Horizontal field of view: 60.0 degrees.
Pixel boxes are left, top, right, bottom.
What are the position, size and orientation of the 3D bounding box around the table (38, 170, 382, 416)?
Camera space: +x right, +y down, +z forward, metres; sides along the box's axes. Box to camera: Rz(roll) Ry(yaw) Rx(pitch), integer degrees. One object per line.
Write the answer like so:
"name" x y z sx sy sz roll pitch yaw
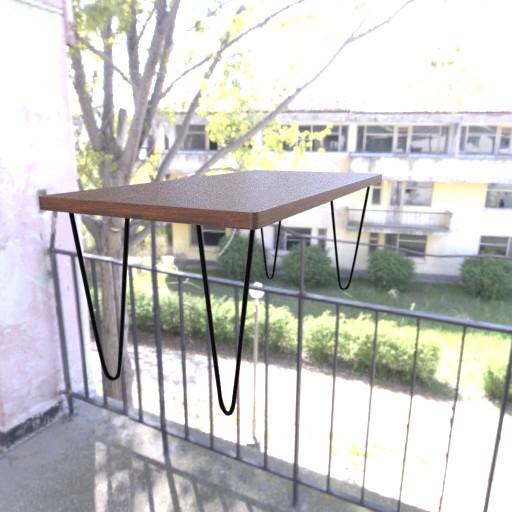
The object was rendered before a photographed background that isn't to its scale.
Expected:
"table" 0.000 0.000 2.272 0.883 0.753 1.791 7 16 25
